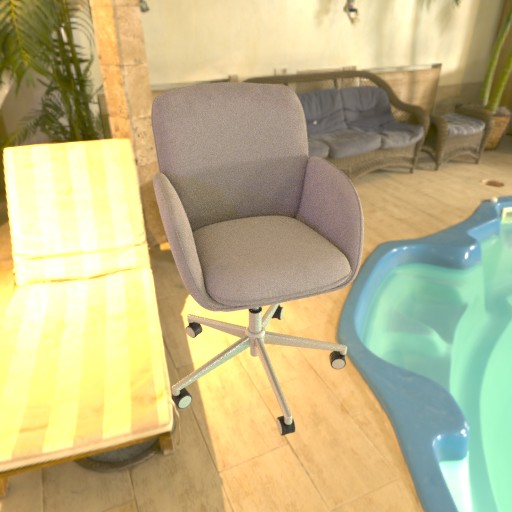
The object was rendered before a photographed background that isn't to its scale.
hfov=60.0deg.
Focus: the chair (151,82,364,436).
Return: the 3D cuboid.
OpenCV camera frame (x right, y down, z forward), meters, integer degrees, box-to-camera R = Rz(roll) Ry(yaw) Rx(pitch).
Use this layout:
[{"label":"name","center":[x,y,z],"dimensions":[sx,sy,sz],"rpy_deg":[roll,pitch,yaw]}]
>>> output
[{"label":"chair","center":[0.000,0.000,1.419],"dimensions":[0.648,0.959,0.654],"rpy_deg":[-9,31,-16]}]
